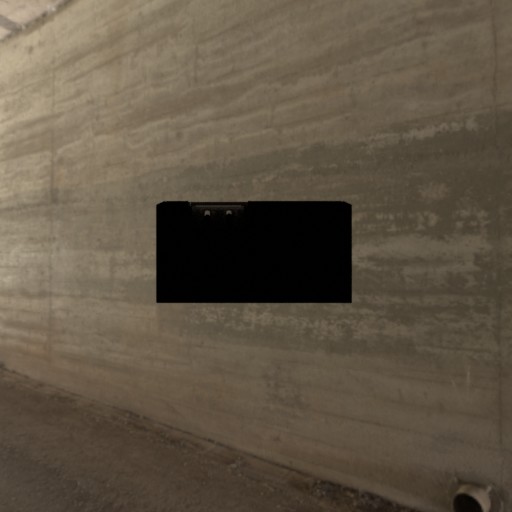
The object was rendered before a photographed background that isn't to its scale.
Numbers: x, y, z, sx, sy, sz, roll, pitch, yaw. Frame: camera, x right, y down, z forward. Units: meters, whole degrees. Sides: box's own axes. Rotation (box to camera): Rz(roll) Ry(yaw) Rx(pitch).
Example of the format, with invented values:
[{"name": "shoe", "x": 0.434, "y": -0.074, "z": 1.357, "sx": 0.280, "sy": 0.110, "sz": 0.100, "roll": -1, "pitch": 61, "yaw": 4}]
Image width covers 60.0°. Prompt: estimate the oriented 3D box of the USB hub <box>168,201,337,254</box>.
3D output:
[{"name": "USB hub", "x": 0.000, "y": 0.000, "z": 0.128, "sx": 0.044, "sy": 0.023, "sz": 0.110, "roll": 0, "pitch": -2, "yaw": 1}]
